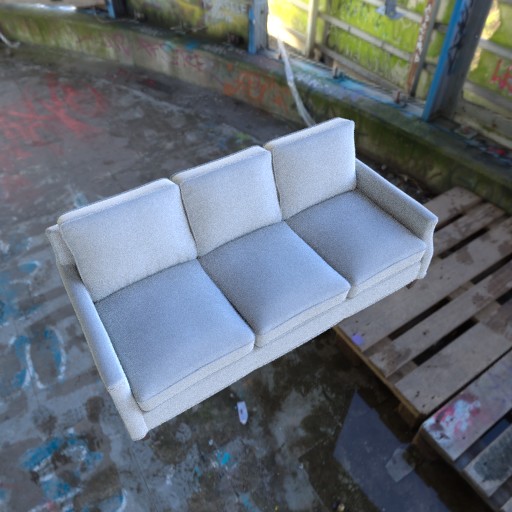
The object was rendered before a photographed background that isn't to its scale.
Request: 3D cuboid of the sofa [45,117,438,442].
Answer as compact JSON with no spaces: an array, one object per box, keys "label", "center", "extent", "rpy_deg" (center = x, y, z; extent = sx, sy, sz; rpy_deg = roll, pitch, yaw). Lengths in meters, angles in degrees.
[{"label":"sofa","center":[0.000,0.000,2.839],"extent":[2.246,1.003,1.084],"rpy_deg":[-25,51,-21]}]
